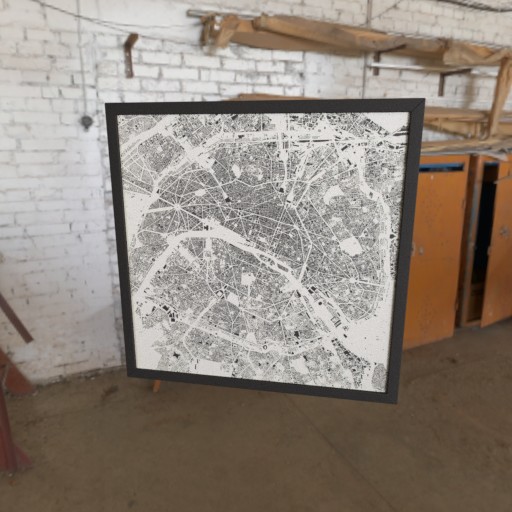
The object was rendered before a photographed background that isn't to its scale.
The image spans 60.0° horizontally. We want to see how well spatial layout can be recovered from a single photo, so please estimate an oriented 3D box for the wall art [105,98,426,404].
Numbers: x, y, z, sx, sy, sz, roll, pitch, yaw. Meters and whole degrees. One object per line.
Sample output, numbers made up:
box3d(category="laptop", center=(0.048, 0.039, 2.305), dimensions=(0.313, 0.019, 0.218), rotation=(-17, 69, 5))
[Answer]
box3d(category="wall art", center=(0.000, 0.000, 1.153), dimensions=(0.763, 0.763, 0.037), rotation=(3, 15, 10))
